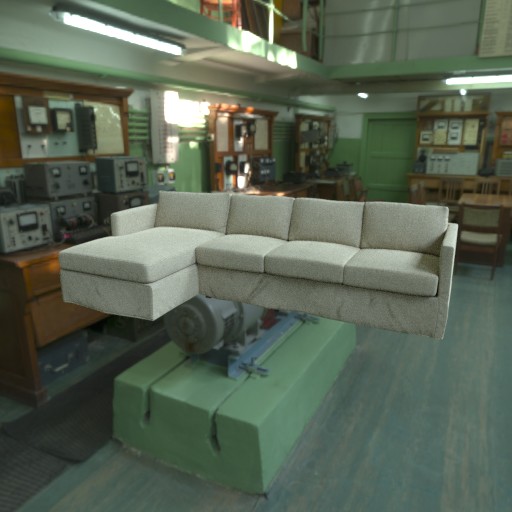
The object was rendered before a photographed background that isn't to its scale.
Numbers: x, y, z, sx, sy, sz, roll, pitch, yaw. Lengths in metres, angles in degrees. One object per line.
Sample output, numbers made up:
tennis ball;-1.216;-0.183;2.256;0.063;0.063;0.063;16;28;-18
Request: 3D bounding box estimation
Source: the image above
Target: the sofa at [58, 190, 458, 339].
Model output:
sofa;0.000;0.000;3.936;3.205;0.922;1.650;7;17;25
